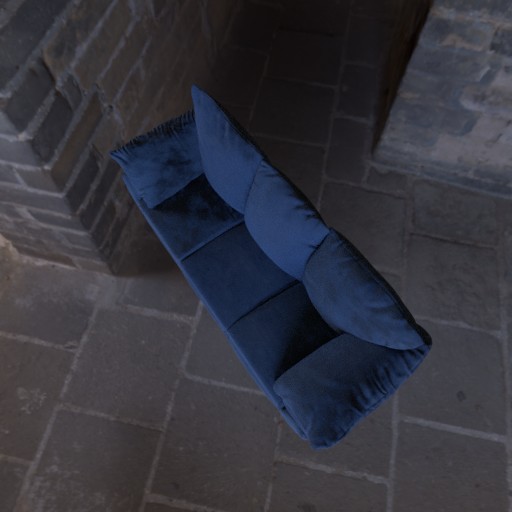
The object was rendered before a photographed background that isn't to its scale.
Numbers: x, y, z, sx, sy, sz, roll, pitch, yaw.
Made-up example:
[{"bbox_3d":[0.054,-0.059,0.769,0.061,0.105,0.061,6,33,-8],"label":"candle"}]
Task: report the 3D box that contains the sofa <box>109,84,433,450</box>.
[{"bbox_3d":[0.000,0.000,2.951,0.907,1.091,2.390,-32,68,-15],"label":"sofa"}]
